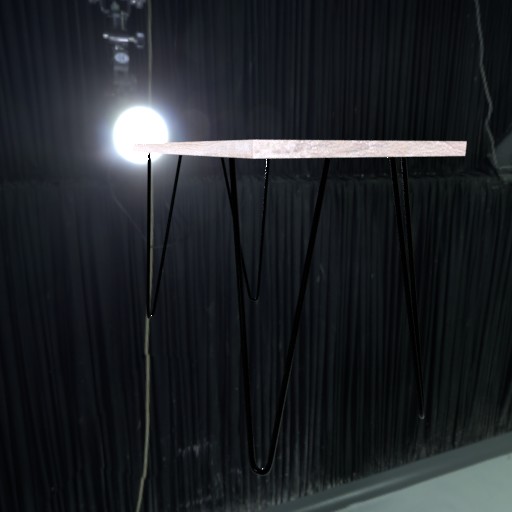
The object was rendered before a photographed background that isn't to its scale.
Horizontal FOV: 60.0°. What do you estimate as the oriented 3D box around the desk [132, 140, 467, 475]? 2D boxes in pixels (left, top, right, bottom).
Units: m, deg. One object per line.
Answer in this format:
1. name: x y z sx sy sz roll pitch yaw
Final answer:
1. desk: 0.000 0.000 1.335 0.499 0.660 0.991 -7 15 -25
